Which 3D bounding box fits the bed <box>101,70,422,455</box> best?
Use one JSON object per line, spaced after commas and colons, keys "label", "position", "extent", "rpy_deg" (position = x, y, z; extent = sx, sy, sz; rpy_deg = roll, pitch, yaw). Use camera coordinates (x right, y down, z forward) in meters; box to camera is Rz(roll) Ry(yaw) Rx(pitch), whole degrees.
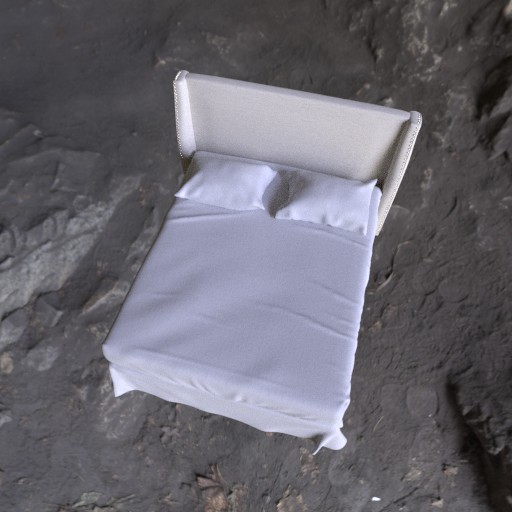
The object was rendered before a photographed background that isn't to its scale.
{"label": "bed", "position": [0.000, 0.000, 3.343], "extent": [1.925, 1.332, 2.276], "rpy_deg": [13, 59, 8]}
